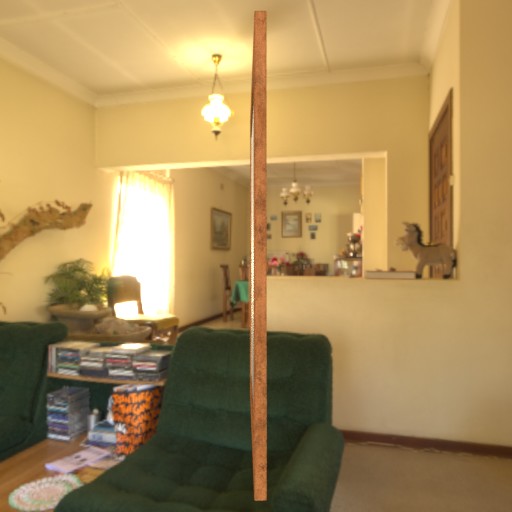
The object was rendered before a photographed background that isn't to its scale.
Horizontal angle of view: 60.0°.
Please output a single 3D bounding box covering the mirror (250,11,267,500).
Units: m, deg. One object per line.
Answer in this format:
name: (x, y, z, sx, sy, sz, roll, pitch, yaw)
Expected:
mirror: (0.000, 0.000, 1.390, 0.028, 1.099, 0.796, 0, 0, -1)
